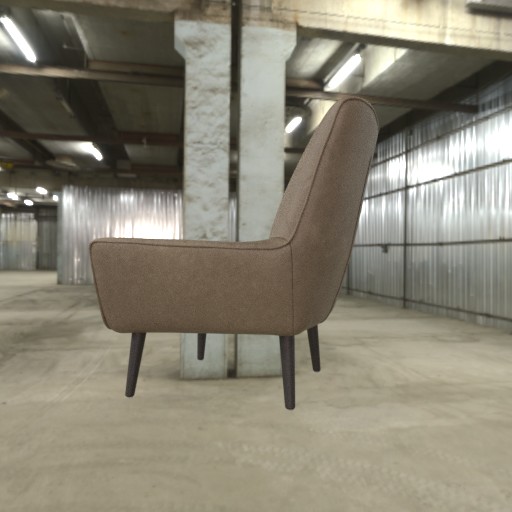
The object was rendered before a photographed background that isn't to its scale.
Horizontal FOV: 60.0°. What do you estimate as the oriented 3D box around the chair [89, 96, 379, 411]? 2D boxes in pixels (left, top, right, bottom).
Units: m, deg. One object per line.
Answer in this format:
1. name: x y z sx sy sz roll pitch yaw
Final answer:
1. chair: 0.000 0.000 1.540 0.824 0.888 0.787 0 0 18
